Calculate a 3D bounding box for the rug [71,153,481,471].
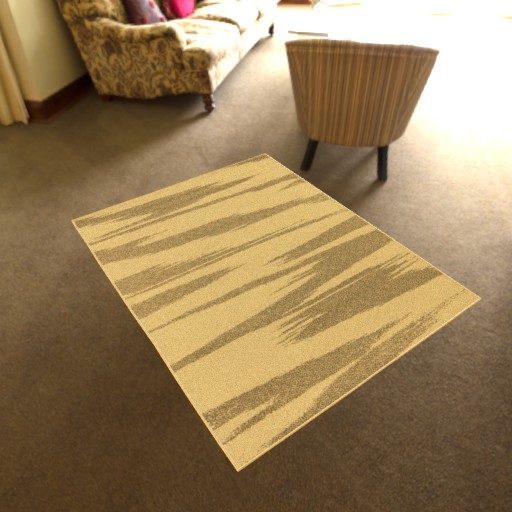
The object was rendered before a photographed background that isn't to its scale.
[{"bbox_3d":[0.000,0.000,3.938,2.353,0.014,2.945,-25,47,-26],"label":"rug"}]
